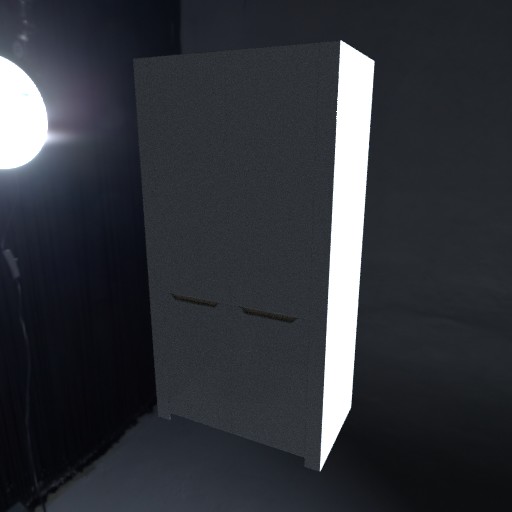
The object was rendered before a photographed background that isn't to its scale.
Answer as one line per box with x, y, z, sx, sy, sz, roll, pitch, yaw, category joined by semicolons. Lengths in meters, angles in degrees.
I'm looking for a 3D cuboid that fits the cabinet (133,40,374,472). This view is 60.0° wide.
0.000;0.000;2.349;0.980;1.920;0.580;8;18;25;cabinet
